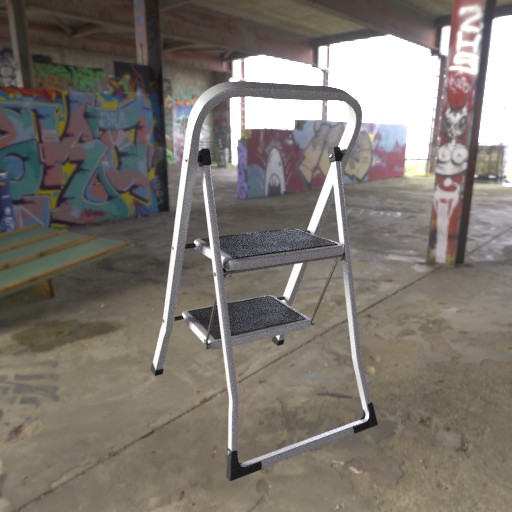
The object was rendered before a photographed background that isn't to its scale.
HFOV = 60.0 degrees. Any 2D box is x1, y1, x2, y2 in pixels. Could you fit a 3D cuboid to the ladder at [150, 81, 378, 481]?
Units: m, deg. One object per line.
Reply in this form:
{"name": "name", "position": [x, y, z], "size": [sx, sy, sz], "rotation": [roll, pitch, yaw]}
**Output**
{"name": "ladder", "position": [0.000, 0.000, 1.148], "size": [0.460, 0.810, 0.544], "rotation": [-8, 17, -27]}
